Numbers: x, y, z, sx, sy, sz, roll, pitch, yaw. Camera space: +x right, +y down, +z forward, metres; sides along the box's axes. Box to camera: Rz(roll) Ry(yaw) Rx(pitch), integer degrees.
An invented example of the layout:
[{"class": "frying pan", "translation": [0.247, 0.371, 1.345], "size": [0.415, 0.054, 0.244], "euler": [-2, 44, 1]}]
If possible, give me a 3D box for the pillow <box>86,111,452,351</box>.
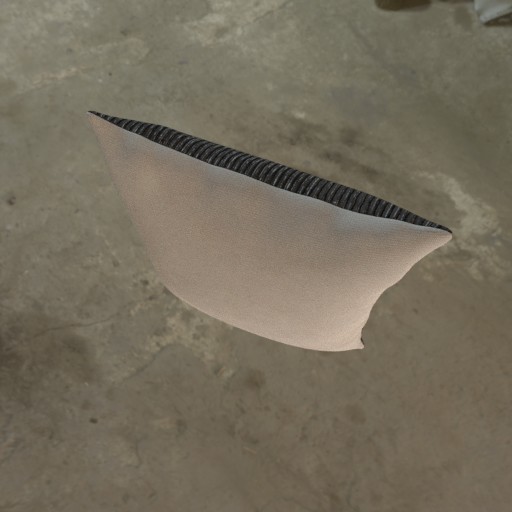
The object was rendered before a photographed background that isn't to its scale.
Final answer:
[{"class": "pillow", "translation": [0.000, 0.000, 0.674], "size": [0.433, 0.434, 0.196], "euler": [20, 65, 10]}]
